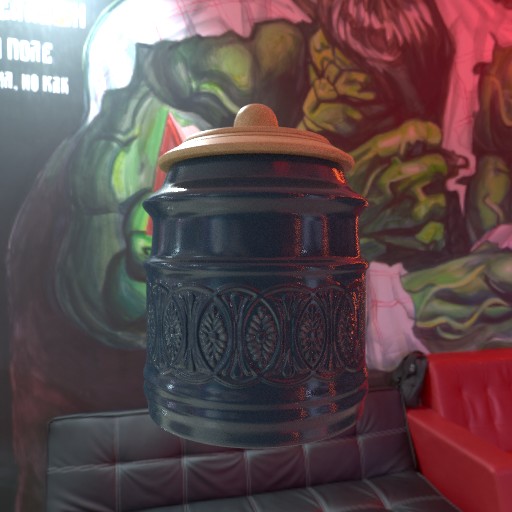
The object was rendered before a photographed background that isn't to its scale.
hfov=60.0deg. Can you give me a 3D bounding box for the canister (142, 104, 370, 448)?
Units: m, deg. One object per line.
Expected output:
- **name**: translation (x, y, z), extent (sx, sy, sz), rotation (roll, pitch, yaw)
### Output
- **canister**: translation (0.000, 0.000, 0.261), extent (0.130, 0.176, 0.130), rotation (0, 1, 0)
